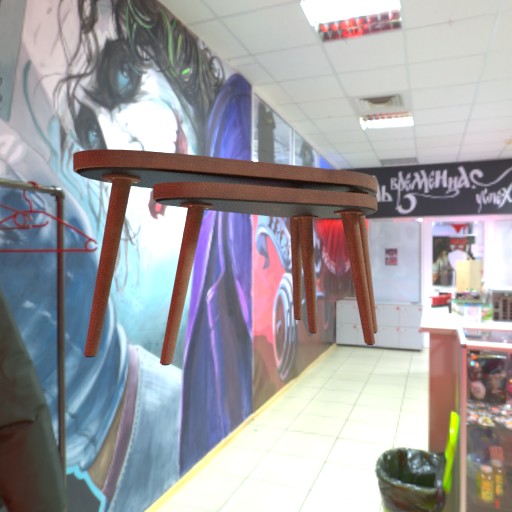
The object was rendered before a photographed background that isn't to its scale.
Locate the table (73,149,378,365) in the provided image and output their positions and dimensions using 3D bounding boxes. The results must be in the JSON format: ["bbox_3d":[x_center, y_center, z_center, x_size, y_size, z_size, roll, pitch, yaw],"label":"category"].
[{"bbox_3d":[0.000,0.000,1.569,1.190,0.595,0.701,0,0,-36],"label":"table"}]
